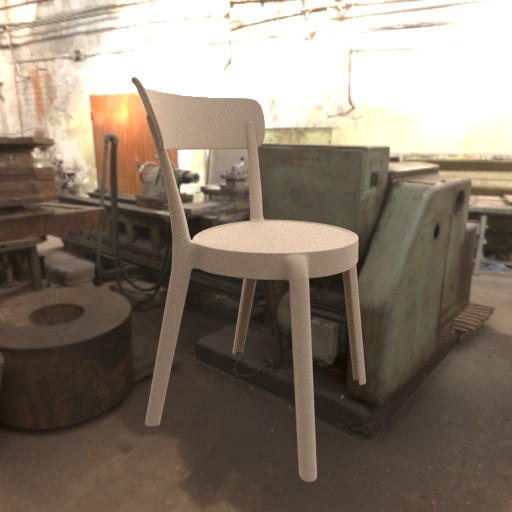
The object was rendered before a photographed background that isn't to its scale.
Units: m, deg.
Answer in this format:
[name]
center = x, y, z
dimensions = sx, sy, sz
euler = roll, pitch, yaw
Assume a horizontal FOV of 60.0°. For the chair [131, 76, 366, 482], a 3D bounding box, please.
[chair]
center = 0.000, 0.000, 1.094
dimensions = 0.491, 0.790, 0.506
euler = 7, 16, 26
